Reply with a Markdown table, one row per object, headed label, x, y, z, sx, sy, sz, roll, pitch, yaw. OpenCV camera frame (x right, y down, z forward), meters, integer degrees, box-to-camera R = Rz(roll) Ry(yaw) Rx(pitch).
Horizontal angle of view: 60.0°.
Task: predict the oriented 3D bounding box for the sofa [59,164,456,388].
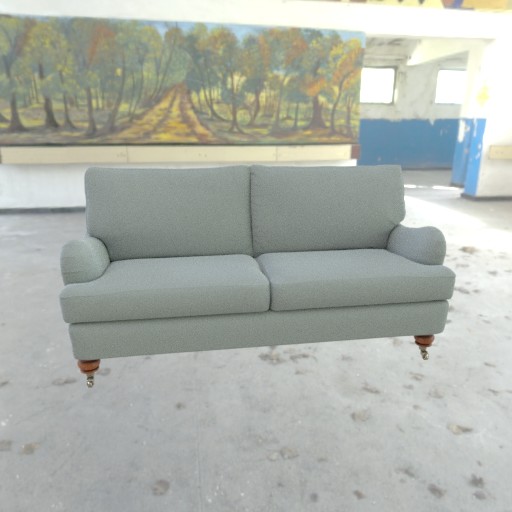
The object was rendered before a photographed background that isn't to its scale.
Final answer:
| label | x | y | z | sx | sy | sz | roll | pitch | yaw |
| --- | --- | --- | --- | --- | --- | --- | --- | --- | --- |
| sofa | 0.000 | 0.000 | 2.818 | 2.193 | 1.096 | 1.069 | -3 | 17 | -8 |
